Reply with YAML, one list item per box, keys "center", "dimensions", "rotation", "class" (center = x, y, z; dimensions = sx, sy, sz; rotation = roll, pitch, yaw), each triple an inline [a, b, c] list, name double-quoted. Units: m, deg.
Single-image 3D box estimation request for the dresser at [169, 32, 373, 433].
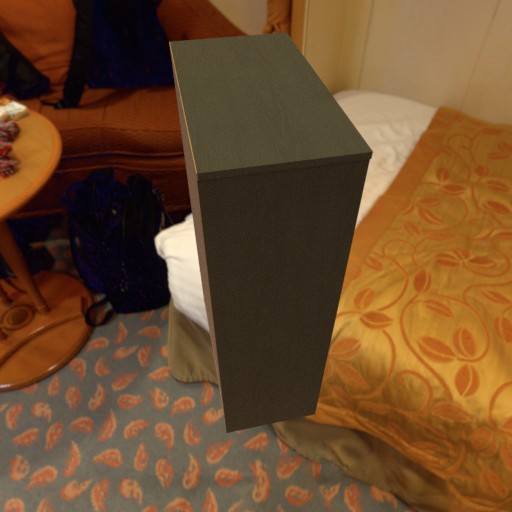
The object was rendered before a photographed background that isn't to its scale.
- center: [0.000, 0.000, 1.592]
  dimensions: [0.399, 1.255, 0.704]
  rotation: [-9, 46, -8]
  class: "dresser"
